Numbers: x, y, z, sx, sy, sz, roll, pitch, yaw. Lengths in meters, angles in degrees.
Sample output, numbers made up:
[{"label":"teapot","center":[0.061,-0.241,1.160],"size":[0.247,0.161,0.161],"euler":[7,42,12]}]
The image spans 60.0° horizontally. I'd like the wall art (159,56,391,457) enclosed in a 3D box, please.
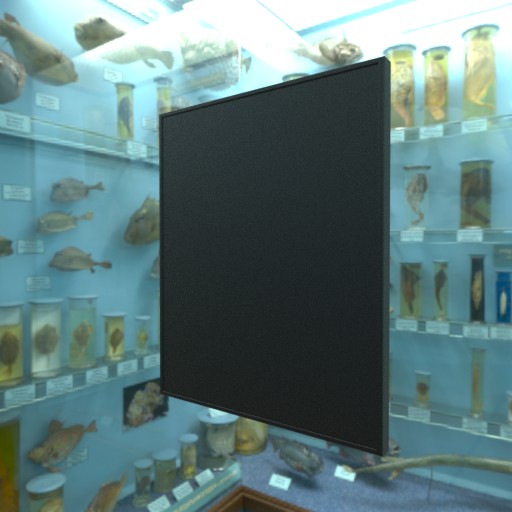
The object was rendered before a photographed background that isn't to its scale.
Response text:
[{"label":"wall art","center":[0.000,0.000,0.751],"size":[0.451,0.551,0.028],"euler":[1,1,36]}]
